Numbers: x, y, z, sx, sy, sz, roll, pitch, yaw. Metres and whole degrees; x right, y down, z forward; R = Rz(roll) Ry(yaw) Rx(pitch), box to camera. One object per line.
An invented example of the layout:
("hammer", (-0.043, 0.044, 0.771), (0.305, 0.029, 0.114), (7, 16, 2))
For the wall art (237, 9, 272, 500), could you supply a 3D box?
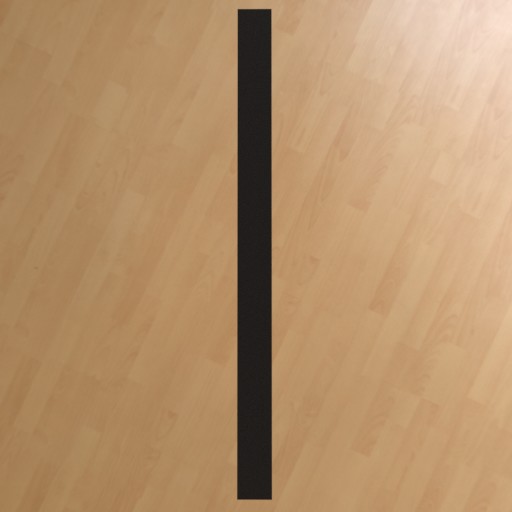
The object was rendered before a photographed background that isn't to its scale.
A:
("wall art", (0.000, 0.000, 0.521), (0.028, 0.325, 0.397), (0, 89, 0))
